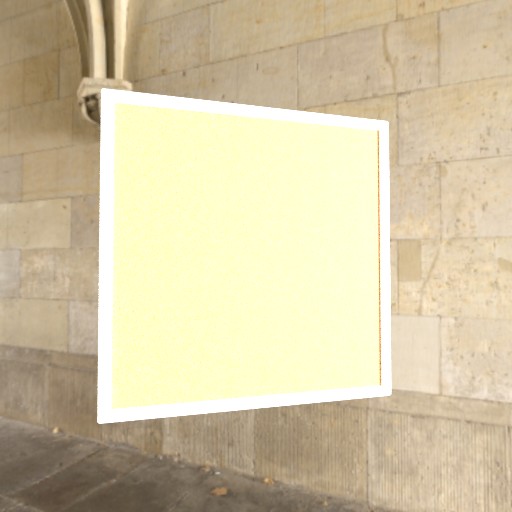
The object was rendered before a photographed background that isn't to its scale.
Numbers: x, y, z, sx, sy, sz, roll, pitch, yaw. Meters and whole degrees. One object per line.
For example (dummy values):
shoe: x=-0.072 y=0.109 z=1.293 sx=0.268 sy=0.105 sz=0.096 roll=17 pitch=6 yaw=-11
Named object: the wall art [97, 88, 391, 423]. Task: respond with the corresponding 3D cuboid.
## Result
wall art: x=0.000 y=0.000 z=0.763 sx=0.508 sy=0.508 sz=0.038 roll=1 pitch=-2 yaw=-17
